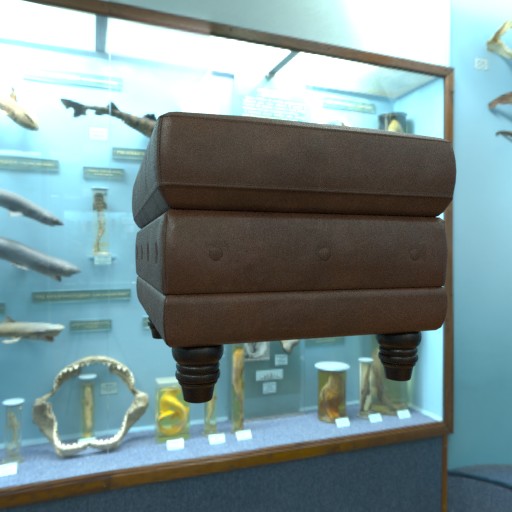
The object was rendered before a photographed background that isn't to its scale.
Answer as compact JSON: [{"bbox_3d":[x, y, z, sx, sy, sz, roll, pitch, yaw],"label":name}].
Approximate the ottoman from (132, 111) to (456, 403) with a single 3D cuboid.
[{"bbox_3d":[0.000,0.000,1.153,0.588,0.509,0.795,0,1,-18],"label":"ottoman"}]
